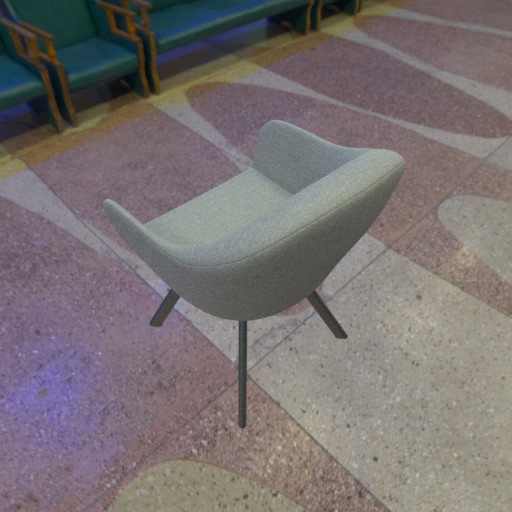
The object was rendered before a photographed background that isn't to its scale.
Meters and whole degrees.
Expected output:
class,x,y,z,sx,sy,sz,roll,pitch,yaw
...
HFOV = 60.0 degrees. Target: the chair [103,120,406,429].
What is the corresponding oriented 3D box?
class,x,y,z,sx,sy,sz,roll,pitch,yaw
chair,0.000,0.000,1.164,0.540,0.780,0.570,-33,55,-27
